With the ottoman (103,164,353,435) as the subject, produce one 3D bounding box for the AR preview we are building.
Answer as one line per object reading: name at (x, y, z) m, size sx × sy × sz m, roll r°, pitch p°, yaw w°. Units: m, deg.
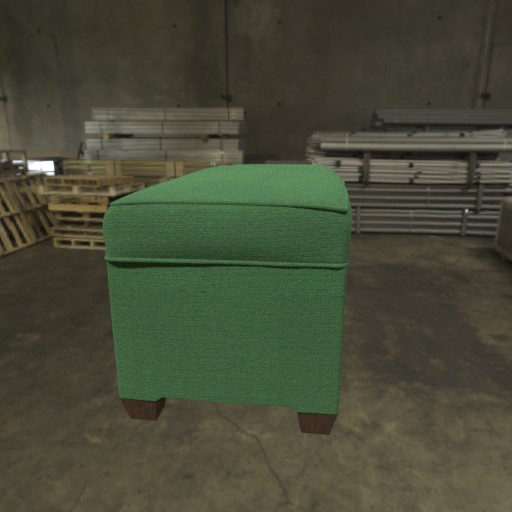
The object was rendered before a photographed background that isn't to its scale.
ottoman at (0.000, 0.000, 1.254) m, size 0.483 × 0.471 × 0.957 m, roll 2°, pitch 16°, yaw 7°
